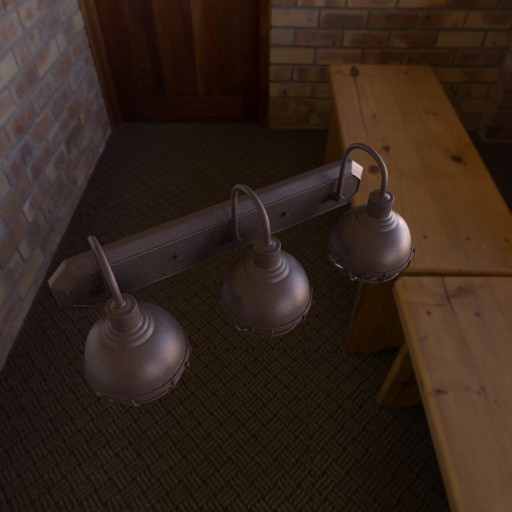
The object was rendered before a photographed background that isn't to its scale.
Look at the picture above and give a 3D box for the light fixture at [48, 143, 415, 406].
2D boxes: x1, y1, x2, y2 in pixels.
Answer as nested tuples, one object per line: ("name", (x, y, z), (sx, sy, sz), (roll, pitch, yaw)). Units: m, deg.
("light fixture", (0.000, 0.000, 0.755), (0.634, 0.254, 0.229), (-23, 50, -21))
